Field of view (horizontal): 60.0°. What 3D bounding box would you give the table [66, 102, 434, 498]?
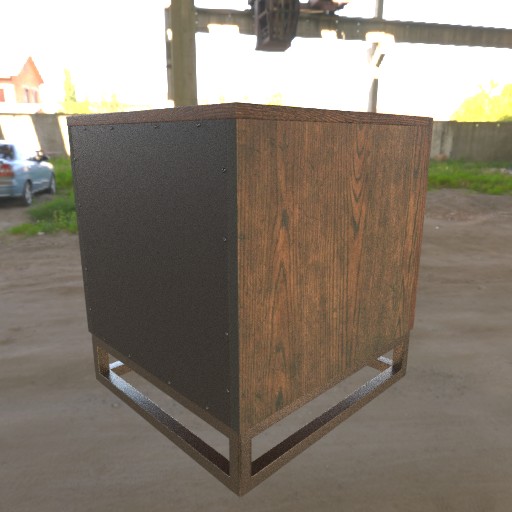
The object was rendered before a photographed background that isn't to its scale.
[{"bbox_3d":[0.000,0.000,0.971,0.566,0.582,0.506,-14,20,-43],"label":"table"}]
